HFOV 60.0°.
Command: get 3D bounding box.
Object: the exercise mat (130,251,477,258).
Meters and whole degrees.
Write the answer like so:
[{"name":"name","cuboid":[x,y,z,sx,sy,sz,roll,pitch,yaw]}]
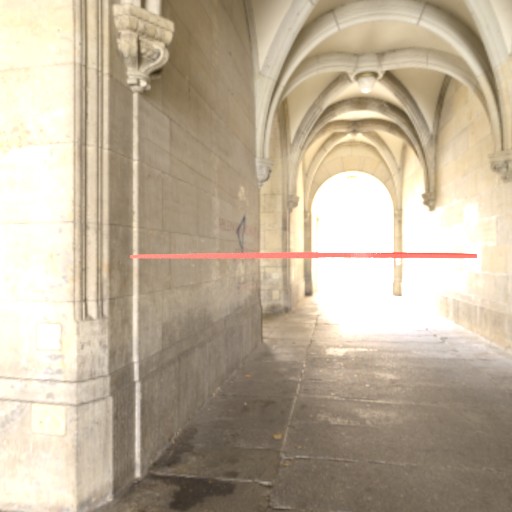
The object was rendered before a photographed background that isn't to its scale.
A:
[{"name":"exercise mat","cuboid":[0.000,0.000,2.120,0.616,0.021,1.869,0,0,-35]}]
